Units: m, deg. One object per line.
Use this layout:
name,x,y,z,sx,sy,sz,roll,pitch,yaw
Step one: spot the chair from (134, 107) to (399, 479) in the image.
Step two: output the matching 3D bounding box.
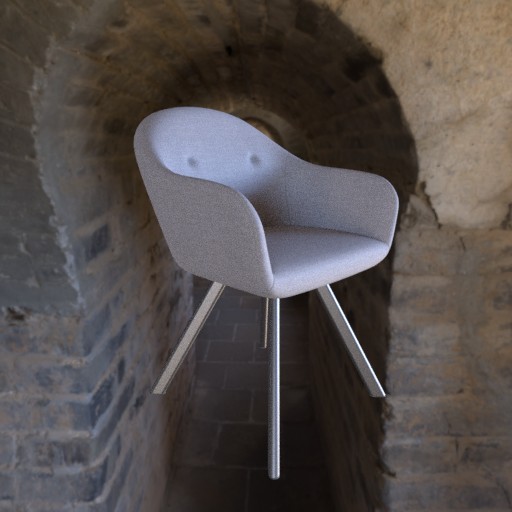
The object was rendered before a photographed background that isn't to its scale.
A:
chair,0.000,0.000,1.178,0.570,0.780,0.540,14,19,43
